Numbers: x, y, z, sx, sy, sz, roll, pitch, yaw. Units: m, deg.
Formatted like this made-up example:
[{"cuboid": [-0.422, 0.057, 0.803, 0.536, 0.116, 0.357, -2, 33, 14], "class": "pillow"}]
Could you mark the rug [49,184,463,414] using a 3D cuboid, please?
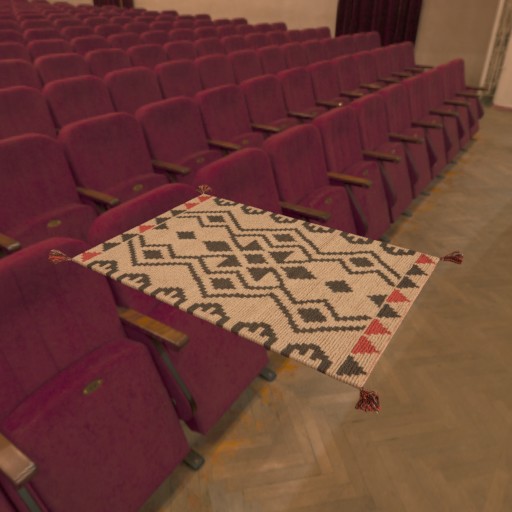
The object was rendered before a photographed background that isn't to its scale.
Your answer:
[{"cuboid": [0.000, 0.000, 2.632, 2.069, 0.067, 1.444, 19, 35, 29], "class": "rug"}]
